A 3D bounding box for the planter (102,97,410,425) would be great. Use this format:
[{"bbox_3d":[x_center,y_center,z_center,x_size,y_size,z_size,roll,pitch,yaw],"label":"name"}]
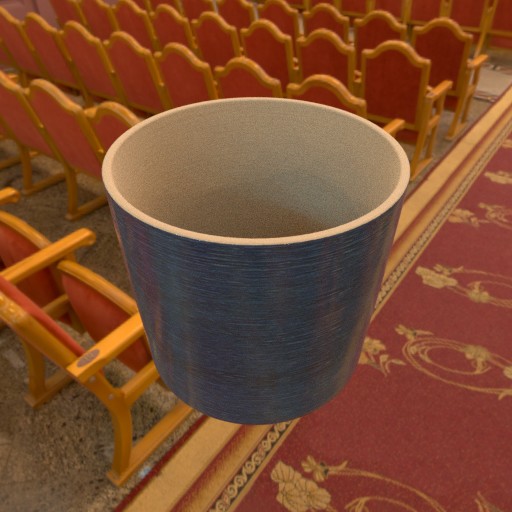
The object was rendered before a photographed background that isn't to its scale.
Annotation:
[{"bbox_3d":[0.000,0.000,0.393,0.221,0.201,0.221,0,40,0],"label":"planter"}]
